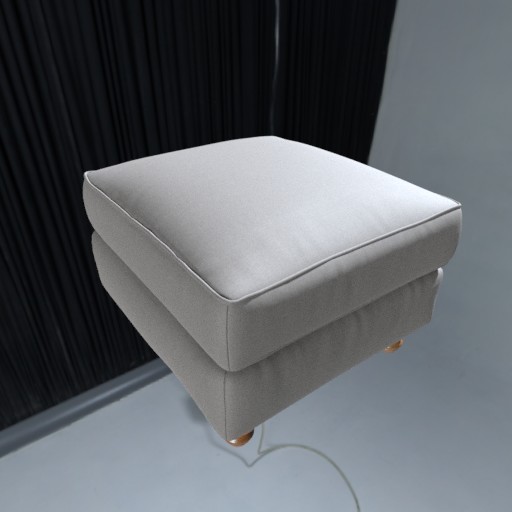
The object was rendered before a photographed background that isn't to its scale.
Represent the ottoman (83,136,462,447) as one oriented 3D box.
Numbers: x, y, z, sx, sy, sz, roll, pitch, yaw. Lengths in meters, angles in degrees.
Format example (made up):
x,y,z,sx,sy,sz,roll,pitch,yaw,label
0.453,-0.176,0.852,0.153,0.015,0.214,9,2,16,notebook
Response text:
x,y,z,sx,sy,sz,roll,pitch,yaw,label
0.000,0.000,1.139,0.662,0.505,0.721,-20,36,-30,ottoman
